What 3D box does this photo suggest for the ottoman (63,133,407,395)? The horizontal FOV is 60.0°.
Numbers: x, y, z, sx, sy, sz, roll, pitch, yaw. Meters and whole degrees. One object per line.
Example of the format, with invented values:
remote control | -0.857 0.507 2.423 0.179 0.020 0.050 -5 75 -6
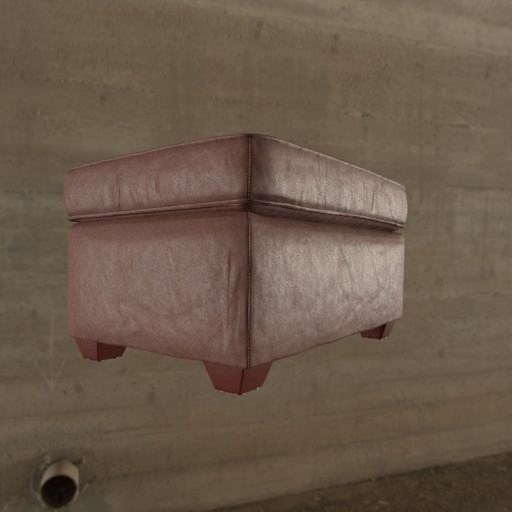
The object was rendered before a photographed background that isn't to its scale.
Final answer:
ottoman | 0.000 0.000 1.097 0.548 0.449 0.749 0 0 37
